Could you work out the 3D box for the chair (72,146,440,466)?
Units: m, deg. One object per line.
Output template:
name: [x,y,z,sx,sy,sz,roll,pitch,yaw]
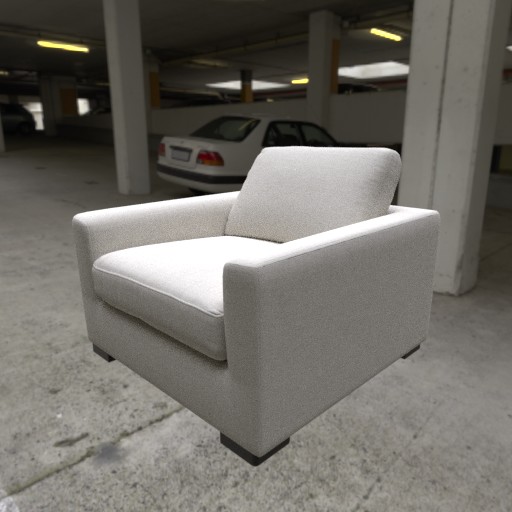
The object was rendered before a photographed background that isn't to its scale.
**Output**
chair: [0.000,0.000,1.847,1.070,0.876,1.100,15,21,43]
